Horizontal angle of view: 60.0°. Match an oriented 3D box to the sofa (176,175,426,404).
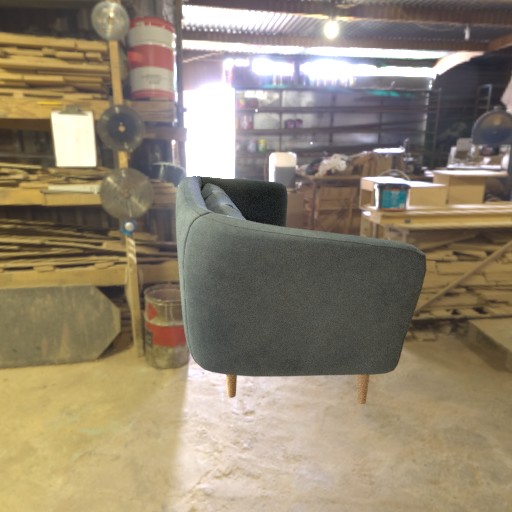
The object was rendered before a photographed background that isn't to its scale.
[{"bbox_3d":[0.000,0.000,2.463,0.849,0.795,2.095,-2,15,-9],"label":"sofa"}]
